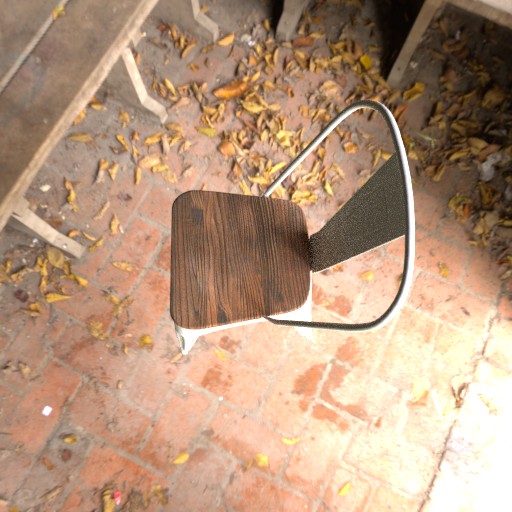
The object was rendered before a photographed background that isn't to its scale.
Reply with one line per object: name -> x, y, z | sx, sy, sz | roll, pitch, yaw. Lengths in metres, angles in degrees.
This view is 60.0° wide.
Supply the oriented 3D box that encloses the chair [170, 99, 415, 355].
chair -> 0.000, 0.000, 1.144 | 0.521, 0.851, 0.452 | -2, 75, 0
